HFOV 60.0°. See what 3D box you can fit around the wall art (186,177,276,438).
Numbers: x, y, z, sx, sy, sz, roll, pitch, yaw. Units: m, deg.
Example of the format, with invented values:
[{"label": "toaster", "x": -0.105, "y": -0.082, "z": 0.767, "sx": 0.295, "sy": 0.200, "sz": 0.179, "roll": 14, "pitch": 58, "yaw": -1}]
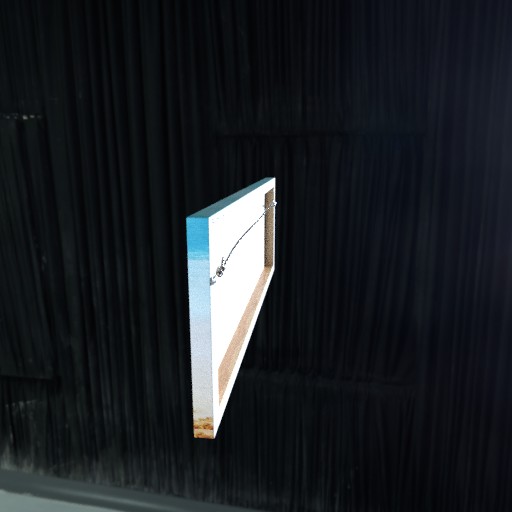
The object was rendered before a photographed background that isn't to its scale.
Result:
[{"label": "wall art", "x": 0.000, "y": 0.000, "z": 0.842, "sx": 0.044, "sy": 0.254, "sz": 0.759, "roll": 2, "pitch": 13, "yaw": 7}]
